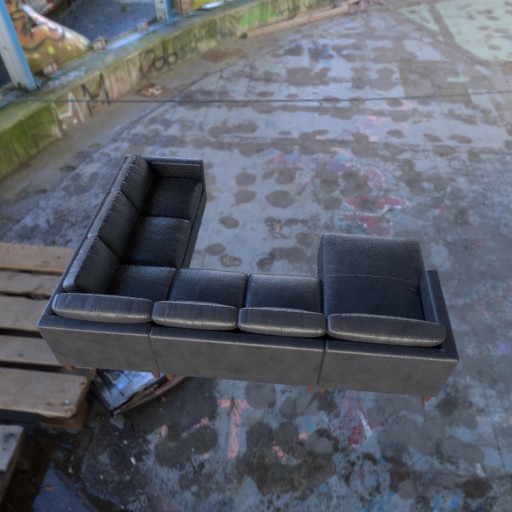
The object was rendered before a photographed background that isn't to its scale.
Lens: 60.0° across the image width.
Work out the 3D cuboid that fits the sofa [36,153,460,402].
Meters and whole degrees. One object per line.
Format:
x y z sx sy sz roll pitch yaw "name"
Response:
0.000 0.000 4.486 3.324 0.891 2.452 4 46 4 "sofa"
